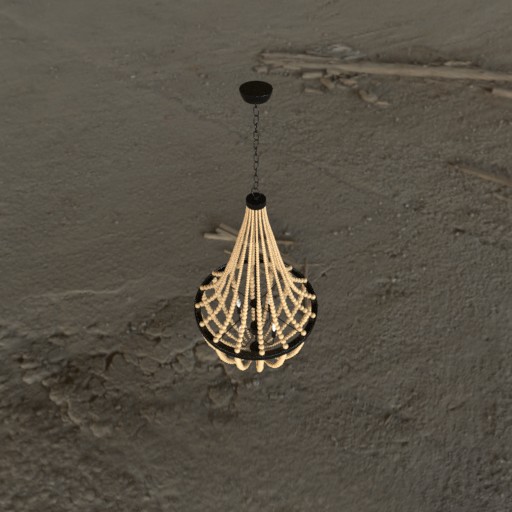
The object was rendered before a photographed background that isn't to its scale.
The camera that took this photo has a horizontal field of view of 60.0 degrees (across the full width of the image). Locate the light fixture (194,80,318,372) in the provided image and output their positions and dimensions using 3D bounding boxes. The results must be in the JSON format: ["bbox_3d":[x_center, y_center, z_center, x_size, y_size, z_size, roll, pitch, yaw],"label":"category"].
[{"bbox_3d":[0.000,0.000,1.436,0.450,1.133,0.450,0,47,0],"label":"light fixture"}]
